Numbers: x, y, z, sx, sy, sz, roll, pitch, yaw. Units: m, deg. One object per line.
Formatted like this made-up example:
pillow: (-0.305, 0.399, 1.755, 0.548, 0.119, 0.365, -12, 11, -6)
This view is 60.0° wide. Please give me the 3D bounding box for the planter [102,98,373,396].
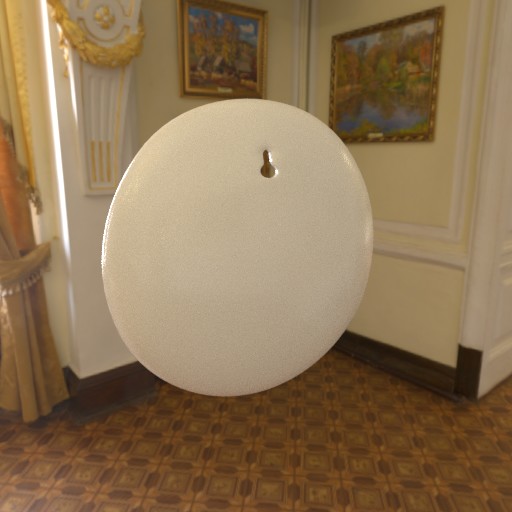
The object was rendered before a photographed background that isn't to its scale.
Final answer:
planter: (0.000, 0.000, 0.279, 0.185, 0.188, 0.043, -6, 14, -26)
